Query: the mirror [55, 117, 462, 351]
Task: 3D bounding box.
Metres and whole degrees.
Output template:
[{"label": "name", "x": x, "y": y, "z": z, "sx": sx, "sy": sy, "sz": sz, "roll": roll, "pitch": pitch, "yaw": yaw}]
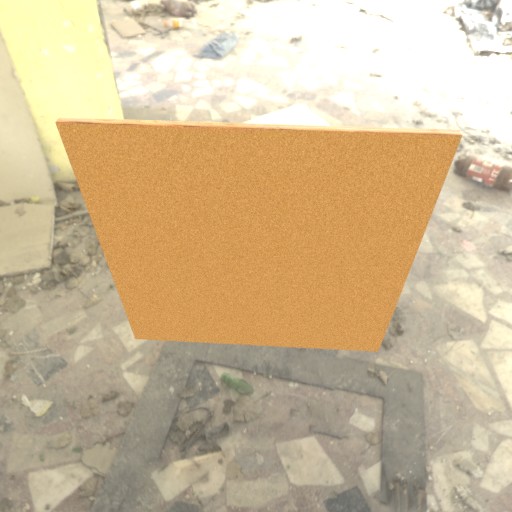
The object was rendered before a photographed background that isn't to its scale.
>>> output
[{"label": "mirror", "x": 0.000, "y": 0.000, "z": 1.189, "sx": 0.804, "sy": 0.804, "sz": 0.061, "roll": 2, "pitch": 47, "yaw": 2}]
